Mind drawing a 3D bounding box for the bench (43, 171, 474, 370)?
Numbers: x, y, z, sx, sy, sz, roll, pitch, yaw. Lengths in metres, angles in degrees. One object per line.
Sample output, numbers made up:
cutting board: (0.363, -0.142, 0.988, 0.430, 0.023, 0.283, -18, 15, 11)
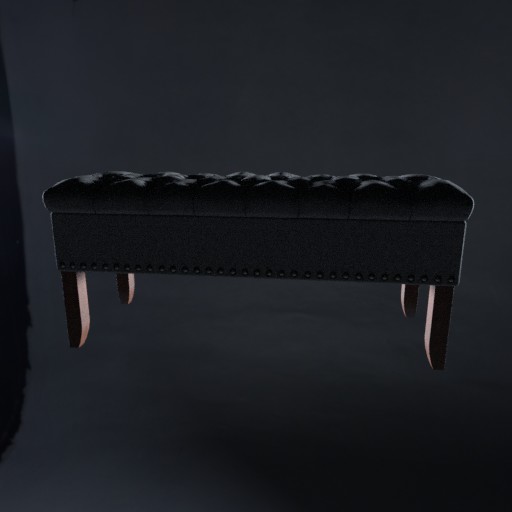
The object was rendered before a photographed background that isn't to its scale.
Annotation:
bench: (0.000, 0.000, 1.308, 1.052, 0.470, 0.417, 2, 15, 7)
